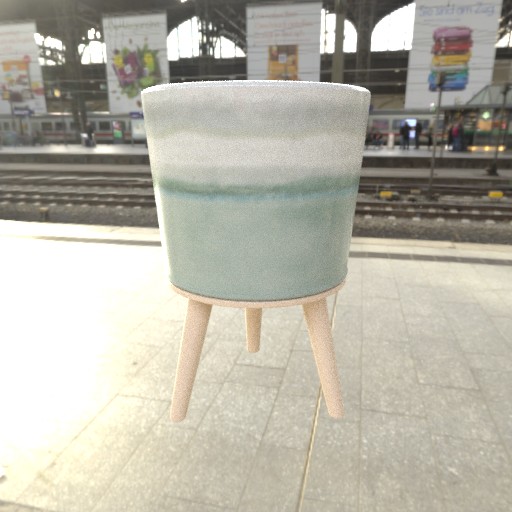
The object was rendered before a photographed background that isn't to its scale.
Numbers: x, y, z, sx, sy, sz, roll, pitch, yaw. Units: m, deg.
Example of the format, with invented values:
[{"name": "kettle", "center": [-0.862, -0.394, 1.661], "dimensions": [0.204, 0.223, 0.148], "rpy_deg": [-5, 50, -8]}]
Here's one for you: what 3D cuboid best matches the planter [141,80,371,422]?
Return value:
[{"name": "planter", "center": [0.000, 0.000, 0.580], "dimensions": [0.265, 0.404, 0.265], "rpy_deg": [3, 16, 10]}]
